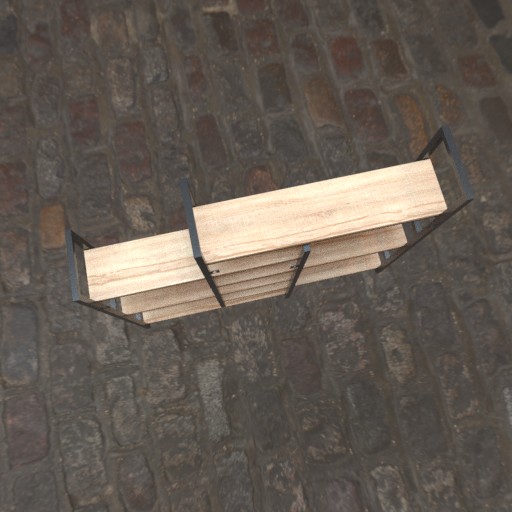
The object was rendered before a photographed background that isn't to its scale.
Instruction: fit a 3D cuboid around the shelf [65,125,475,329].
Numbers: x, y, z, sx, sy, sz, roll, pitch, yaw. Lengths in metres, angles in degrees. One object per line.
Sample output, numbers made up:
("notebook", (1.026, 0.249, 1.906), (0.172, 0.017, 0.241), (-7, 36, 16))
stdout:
("shelf", (0.000, 0.000, 1.406), (0.946, 0.921, 0.183), (-12, 76, -3))
